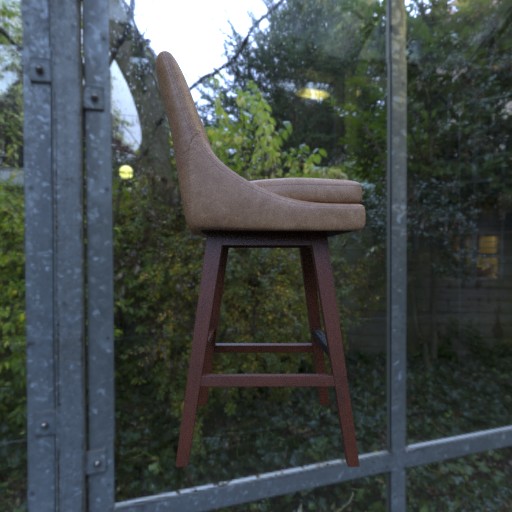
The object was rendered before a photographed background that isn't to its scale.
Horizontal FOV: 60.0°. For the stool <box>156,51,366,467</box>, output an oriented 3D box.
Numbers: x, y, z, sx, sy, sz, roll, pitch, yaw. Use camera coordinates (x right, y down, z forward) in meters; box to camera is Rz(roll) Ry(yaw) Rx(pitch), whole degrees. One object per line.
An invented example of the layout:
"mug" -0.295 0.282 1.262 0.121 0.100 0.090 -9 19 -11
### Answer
"stool" 0.000 0.000 1.375 0.572 1.079 0.487 0 0 0
